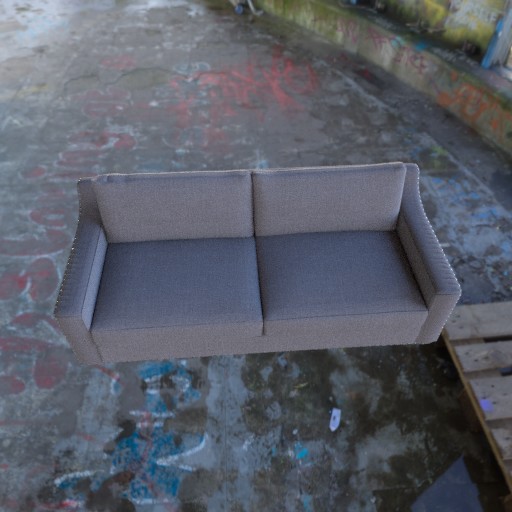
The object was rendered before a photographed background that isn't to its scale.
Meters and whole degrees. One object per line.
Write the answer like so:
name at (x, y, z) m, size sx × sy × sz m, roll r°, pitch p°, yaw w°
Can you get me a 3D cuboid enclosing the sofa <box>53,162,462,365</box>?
sofa at (0.000, 0.000, 2.755) m, size 2.208 × 0.857 × 1.000 m, roll -3°, pitch 48°, yaw -3°
